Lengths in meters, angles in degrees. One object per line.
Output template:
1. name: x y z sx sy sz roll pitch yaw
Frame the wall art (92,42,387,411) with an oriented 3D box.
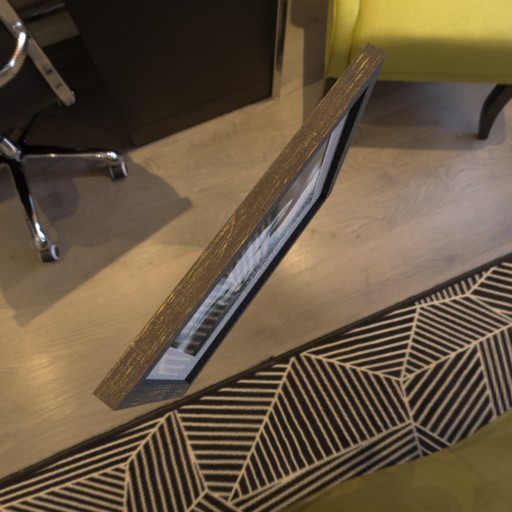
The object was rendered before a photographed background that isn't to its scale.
1. wall art: 0.000 0.000 0.754 0.032 0.457 0.558 35 77 9
